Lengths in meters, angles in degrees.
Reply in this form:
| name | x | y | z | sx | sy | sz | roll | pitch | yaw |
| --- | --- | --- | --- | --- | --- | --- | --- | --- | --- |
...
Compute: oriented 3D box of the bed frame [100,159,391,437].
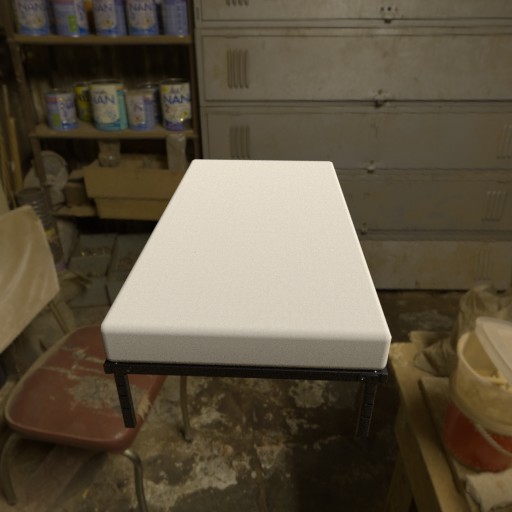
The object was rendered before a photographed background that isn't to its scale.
| name | x | y | z | sx | sy | sz | roll | pitch | yaw |
| --- | --- | --- | --- | --- | --- | --- | --- | --- | --- |
| bed frame | 0.000 | 0.000 | 3.331 | 1.393 | 0.680 | 2.635 | 1 | 29 | 2 |
